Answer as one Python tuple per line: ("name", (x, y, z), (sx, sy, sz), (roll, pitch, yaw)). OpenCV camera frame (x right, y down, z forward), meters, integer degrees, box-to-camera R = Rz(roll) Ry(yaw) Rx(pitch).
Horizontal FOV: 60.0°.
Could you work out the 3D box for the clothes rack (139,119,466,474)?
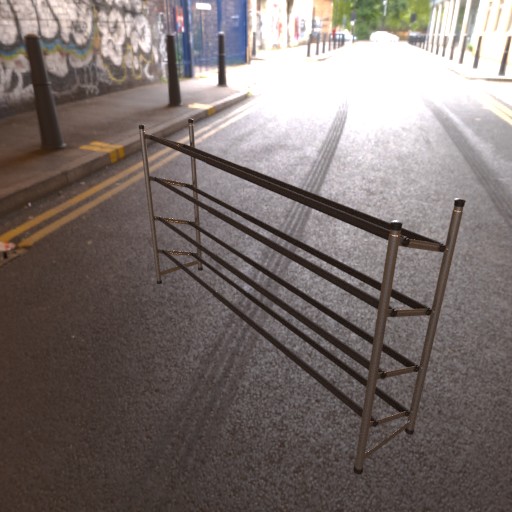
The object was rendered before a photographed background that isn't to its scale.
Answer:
("clothes rack", (0.000, 0.000, 1.422), (0.229, 0.672, 1.168), (-18, 32, -32))
